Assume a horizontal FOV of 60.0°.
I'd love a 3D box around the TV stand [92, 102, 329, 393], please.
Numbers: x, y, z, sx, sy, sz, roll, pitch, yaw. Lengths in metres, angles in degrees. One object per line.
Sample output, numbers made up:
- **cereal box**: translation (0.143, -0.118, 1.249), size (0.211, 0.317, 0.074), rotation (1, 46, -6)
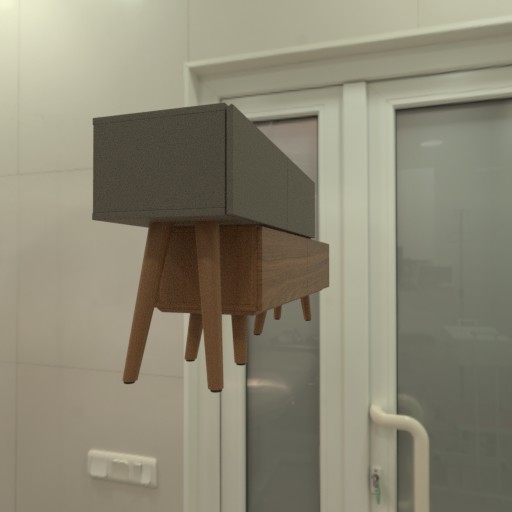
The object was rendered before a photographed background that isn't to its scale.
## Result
- **TV stand**: translation (0.000, 0.000, 1.556), size (0.329, 0.591, 1.336), rotation (0, -1, 18)
